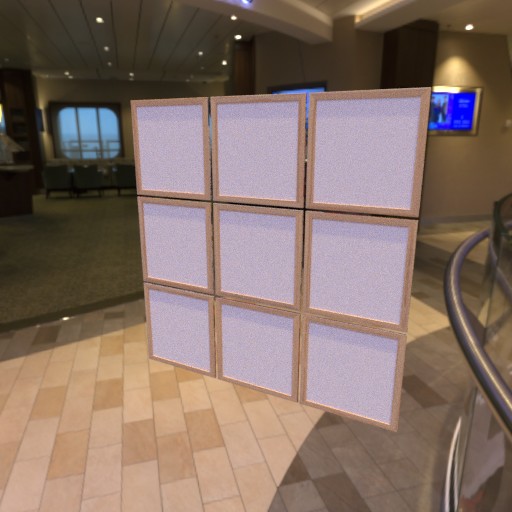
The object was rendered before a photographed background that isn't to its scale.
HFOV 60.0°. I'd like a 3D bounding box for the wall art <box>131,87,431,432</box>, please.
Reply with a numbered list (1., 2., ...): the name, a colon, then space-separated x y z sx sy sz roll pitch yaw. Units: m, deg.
1. wall art: 0.000 0.000 2.244 1.519 1.534 0.013 8 17 27
